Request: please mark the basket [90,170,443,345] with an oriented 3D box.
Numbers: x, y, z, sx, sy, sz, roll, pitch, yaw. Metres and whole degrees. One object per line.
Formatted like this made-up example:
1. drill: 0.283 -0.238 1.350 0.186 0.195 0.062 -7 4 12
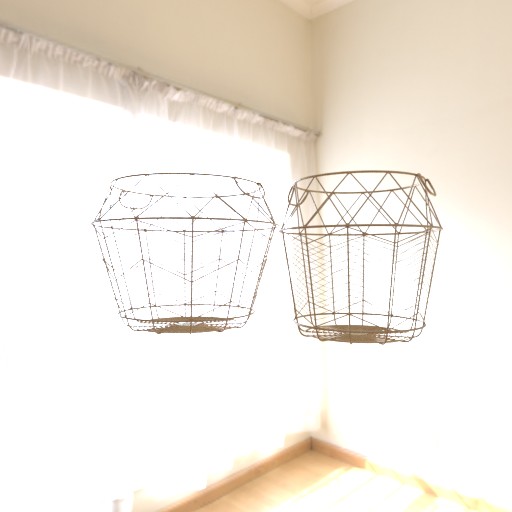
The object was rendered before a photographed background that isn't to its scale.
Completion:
1. basket: 0.000 0.000 1.034 0.805 0.343 0.451 0 0 19
